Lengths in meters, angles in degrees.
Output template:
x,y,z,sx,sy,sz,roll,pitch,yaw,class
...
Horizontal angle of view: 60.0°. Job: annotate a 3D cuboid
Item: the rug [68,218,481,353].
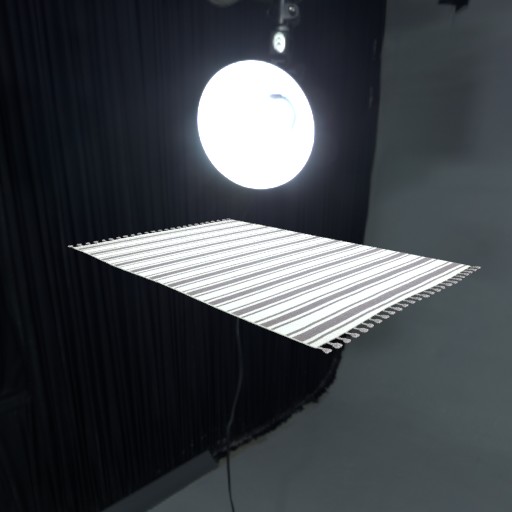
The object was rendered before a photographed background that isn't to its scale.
x,y,z,sx,sy,sz,roll,pitch,yaw,class
0.000,0.000,3.838,2.030,0.017,3.040,-15,21,-43,rug
